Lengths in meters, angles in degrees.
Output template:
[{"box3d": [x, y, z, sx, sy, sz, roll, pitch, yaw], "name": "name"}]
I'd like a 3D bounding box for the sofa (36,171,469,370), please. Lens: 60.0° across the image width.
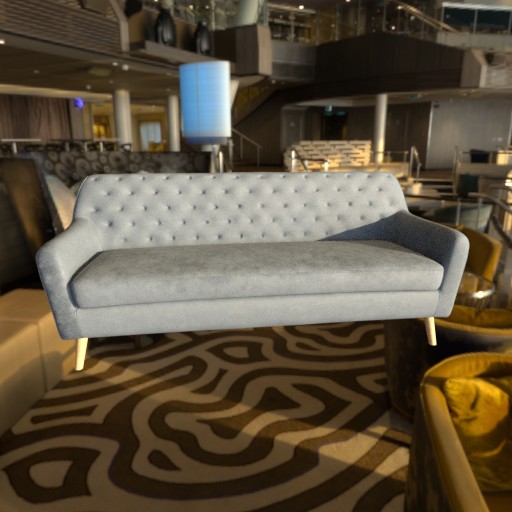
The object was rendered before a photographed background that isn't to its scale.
[{"box3d": [0.000, 0.000, 2.363, 1.975, 0.832, 0.841, -2, 15, -8], "name": "sofa"}]
